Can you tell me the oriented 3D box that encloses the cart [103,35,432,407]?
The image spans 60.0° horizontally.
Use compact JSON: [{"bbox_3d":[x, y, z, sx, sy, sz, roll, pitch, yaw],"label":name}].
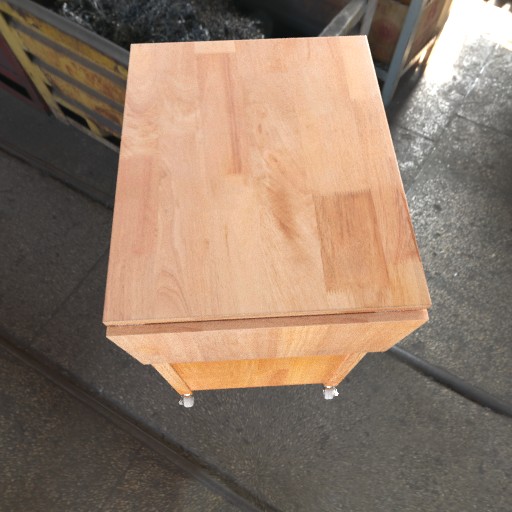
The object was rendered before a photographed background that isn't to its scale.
[{"bbox_3d":[0.000,0.000,1.177,0.508,0.838,0.640,-3,64,-1],"label":"cart"}]
